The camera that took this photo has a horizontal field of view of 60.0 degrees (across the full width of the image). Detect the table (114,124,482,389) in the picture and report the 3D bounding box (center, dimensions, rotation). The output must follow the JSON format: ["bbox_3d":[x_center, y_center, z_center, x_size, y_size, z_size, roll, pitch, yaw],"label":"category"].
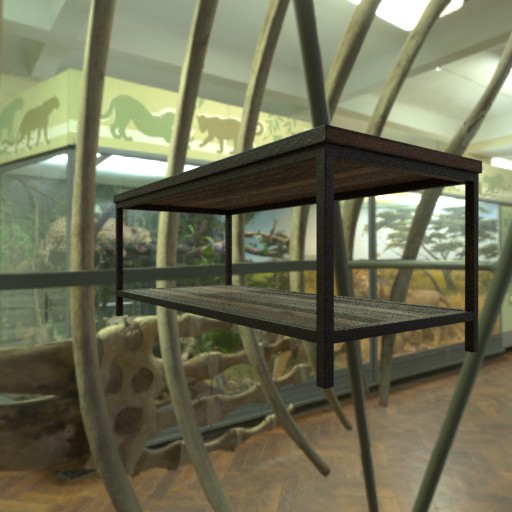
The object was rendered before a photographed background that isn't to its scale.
[{"bbox_3d":[0.000,0.000,1.196,0.452,0.399,0.990,0,0,-36],"label":"table"}]
